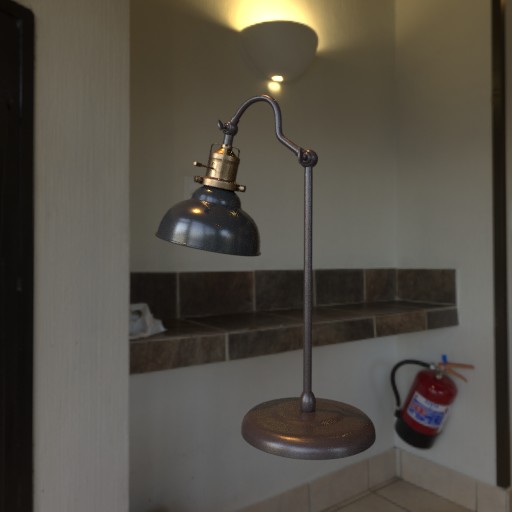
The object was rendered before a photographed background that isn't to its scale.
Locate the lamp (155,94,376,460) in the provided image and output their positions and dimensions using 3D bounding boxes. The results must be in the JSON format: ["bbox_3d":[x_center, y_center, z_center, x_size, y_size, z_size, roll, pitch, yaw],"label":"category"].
[{"bbox_3d":[0.000,0.000,0.699,0.374,0.508,0.192,-1,-1,35],"label":"lamp"}]
